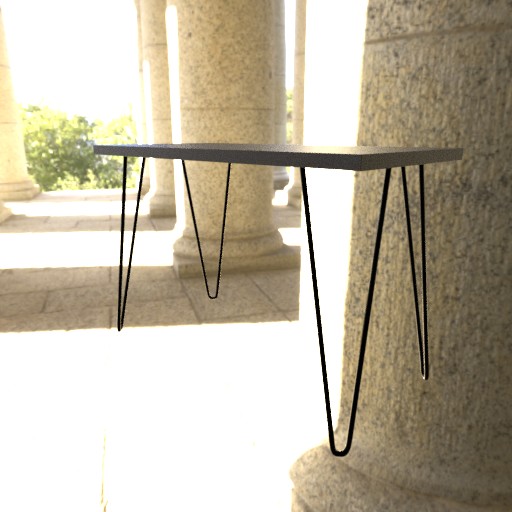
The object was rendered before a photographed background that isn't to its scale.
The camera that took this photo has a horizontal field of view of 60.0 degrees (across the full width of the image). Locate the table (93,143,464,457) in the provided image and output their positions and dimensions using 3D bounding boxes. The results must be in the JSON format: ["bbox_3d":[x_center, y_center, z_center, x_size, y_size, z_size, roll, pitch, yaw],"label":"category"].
[{"bbox_3d":[0.000,0.000,1.376,0.991,0.660,0.499,14,21,42],"label":"table"}]
